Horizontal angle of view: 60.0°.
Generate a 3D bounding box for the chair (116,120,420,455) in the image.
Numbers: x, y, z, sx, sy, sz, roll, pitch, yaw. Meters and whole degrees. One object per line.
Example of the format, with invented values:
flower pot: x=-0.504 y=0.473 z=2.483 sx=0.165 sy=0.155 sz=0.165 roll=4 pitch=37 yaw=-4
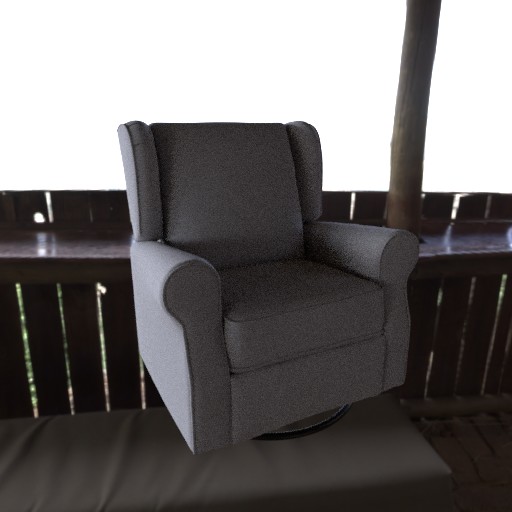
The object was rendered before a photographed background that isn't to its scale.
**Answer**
chair: x=0.000 y=0.000 z=1.647 sx=0.906 sy=0.966 sz=0.854 roll=-8 pitch=19 yaw=-26
